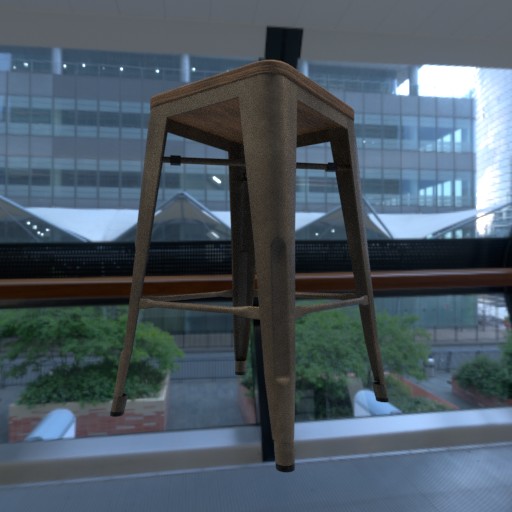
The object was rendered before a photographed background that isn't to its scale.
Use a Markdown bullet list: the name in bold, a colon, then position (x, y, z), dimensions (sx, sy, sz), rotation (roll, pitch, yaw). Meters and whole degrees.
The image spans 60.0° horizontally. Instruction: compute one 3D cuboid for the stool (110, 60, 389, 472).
- **stool**: position (0.000, 0.000, 0.896), dimensions (0.407, 0.607, 0.407), rotation (-1, -1, 36)
